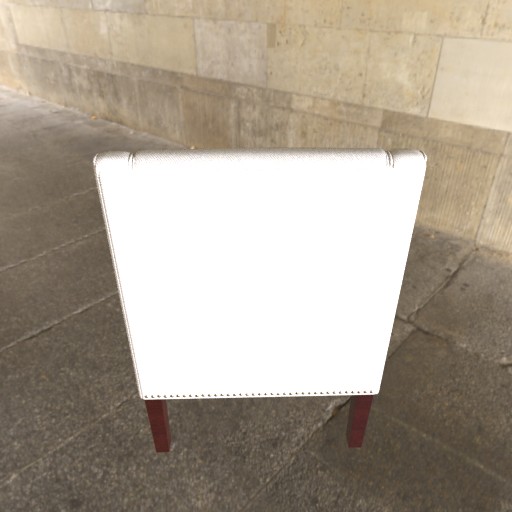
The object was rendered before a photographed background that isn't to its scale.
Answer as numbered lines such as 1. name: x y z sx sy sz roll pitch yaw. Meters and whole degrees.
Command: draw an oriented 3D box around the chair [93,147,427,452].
1. chair: 0.000 0.000 1.339 0.628 0.872 0.748 -1 32 -1
